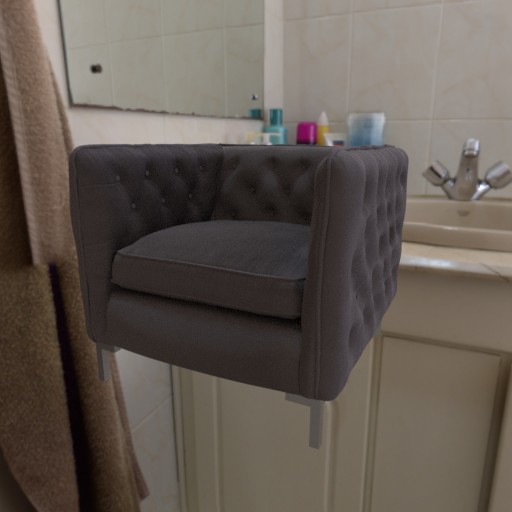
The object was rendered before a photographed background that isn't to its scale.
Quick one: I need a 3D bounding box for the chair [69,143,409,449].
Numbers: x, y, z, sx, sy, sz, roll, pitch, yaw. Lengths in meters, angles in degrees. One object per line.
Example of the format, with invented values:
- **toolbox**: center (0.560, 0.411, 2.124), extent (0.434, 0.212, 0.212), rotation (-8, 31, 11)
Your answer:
- **chair**: center (0.000, 0.000, 1.645), extent (0.946, 0.807, 0.913), rotation (7, 16, 26)
